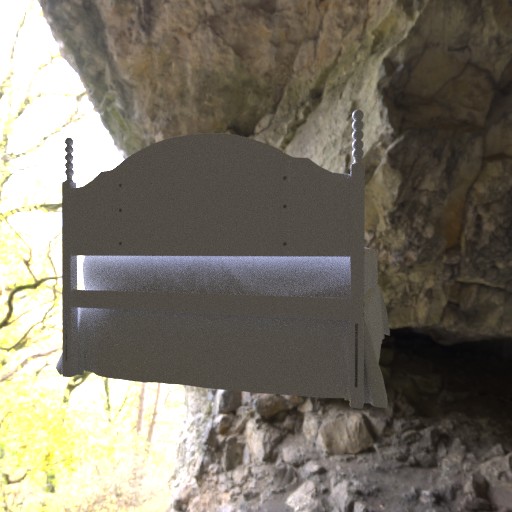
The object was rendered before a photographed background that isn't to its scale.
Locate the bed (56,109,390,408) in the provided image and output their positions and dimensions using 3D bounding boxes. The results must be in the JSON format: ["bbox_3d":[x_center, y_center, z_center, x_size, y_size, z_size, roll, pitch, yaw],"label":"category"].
[{"bbox_3d":[0.000,0.000,3.206,1.873,1.356,2.040,0,1,18],"label":"bed"}]
